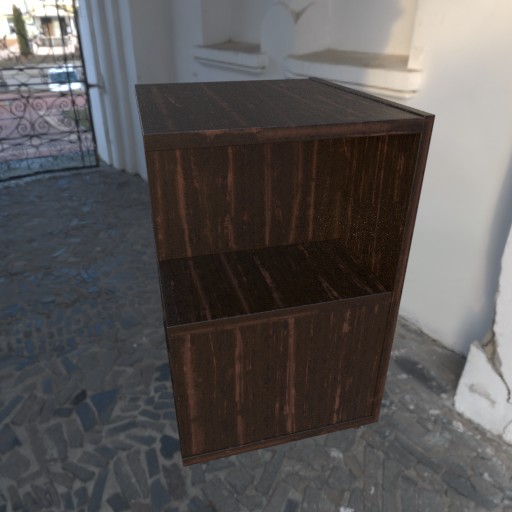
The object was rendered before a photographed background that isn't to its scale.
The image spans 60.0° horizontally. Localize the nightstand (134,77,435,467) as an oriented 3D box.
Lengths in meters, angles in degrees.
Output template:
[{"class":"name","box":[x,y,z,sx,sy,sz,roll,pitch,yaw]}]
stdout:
[{"class":"nightstand","box":[0.000,0.000,0.813,0.356,0.559,0.400,-7,29,-13]}]
